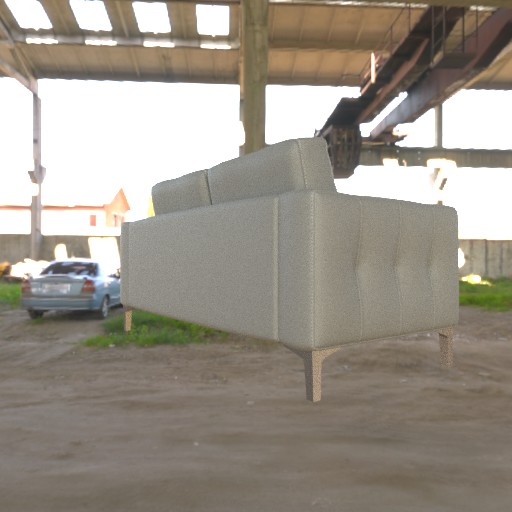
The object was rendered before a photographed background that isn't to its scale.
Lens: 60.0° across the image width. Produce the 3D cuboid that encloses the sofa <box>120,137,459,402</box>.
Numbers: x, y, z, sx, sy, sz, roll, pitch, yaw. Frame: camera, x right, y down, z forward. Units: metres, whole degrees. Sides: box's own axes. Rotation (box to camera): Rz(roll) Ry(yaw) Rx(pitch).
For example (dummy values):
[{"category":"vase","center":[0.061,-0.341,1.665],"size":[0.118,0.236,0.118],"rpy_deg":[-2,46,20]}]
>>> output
[{"category":"sofa","center":[0.000,0.000,2.233],"size":[0.833,0.892,1.726],"rpy_deg":[0,0,-36]}]
